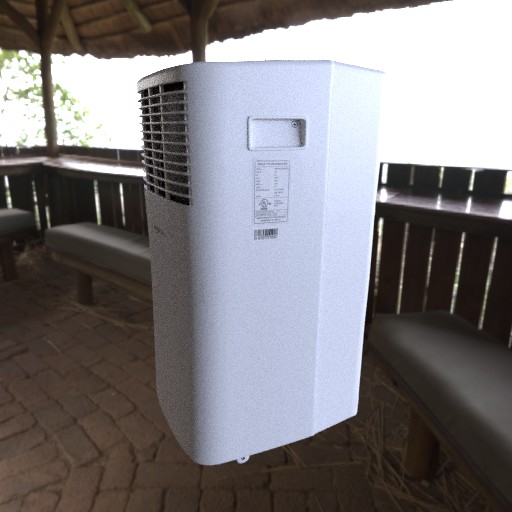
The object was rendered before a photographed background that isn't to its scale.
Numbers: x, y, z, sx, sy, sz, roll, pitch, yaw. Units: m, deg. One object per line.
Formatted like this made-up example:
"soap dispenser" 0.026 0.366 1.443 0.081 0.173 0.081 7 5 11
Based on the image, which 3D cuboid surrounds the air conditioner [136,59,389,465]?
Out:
"air conditioner" 0.000 0.000 0.777 0.349 0.606 0.304 -8 18 -25
